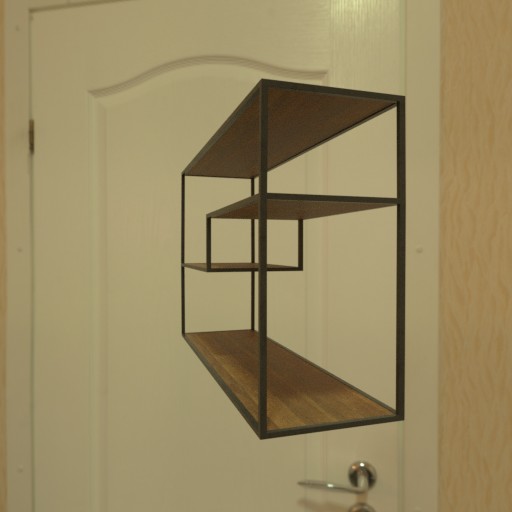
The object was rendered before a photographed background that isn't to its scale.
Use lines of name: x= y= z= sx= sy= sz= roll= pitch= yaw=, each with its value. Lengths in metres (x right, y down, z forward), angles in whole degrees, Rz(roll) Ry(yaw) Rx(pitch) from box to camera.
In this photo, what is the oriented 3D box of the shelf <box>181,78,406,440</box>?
shelf: x=0.000 y=0.000 z=1.563 sx=0.361 sy=0.765 sz=1.201 roll=0 pitch=1 yaw=-18
